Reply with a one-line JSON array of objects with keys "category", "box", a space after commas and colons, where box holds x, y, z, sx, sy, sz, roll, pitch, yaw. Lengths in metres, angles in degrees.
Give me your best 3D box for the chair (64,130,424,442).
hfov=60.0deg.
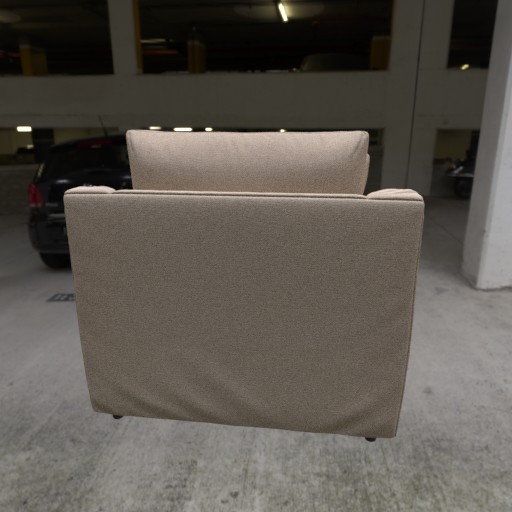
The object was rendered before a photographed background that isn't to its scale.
[{"category": "chair", "box": [0.000, 0.000, 1.987, 1.194, 1.093, 1.071, 2, 17, 7]}]
